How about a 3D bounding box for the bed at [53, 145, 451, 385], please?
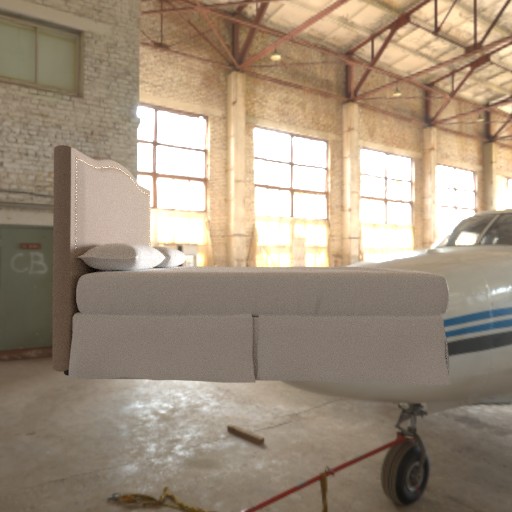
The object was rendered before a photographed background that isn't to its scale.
[{"bbox_3d":[0.000,0.000,3.358,2.282,1.436,1.821,0,0,2],"label":"bed"}]
